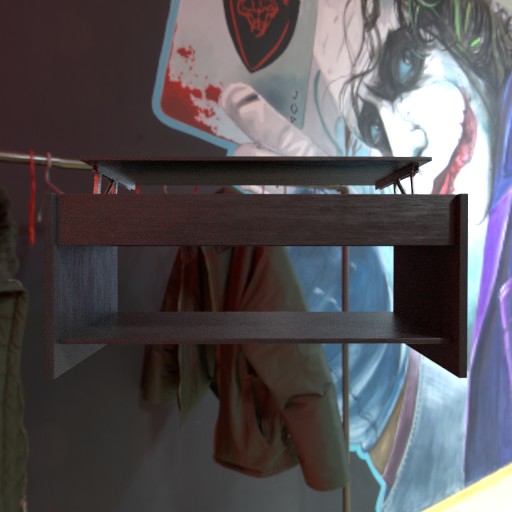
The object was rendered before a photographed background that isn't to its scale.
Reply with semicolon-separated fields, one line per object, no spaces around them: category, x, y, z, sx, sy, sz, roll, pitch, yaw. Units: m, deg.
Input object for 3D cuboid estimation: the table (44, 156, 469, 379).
table;0.000;0.000;1.400;1.000;0.570;0.712;0;1;0
